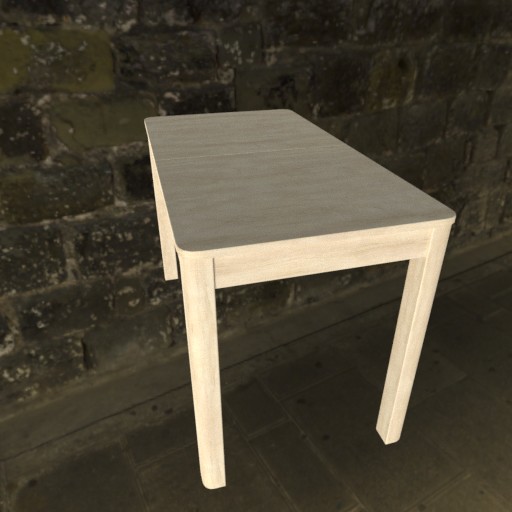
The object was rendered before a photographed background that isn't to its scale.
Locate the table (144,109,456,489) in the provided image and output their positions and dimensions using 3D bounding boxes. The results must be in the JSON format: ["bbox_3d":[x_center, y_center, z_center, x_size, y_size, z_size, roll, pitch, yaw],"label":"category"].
[{"bbox_3d":[0.000,0.000,1.891,0.750,0.900,1.400,-8,31,-13],"label":"table"}]
